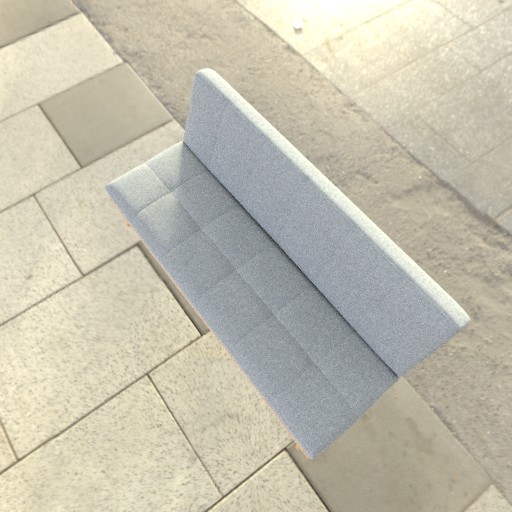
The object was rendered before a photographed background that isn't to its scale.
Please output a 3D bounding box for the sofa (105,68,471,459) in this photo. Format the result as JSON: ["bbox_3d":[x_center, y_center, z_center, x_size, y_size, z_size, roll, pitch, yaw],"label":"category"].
[{"bbox_3d":[0.000,0.000,2.284,0.800,0.800,1.820,-35,69,-16],"label":"sofa"}]
